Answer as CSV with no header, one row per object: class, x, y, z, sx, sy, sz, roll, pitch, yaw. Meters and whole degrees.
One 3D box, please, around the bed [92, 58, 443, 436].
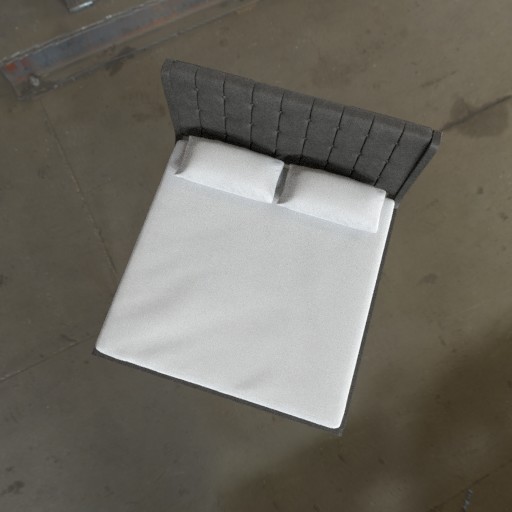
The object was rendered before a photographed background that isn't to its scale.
bed,0.000,0.000,3.216,1.903,1.158,2.031,17,75,5
